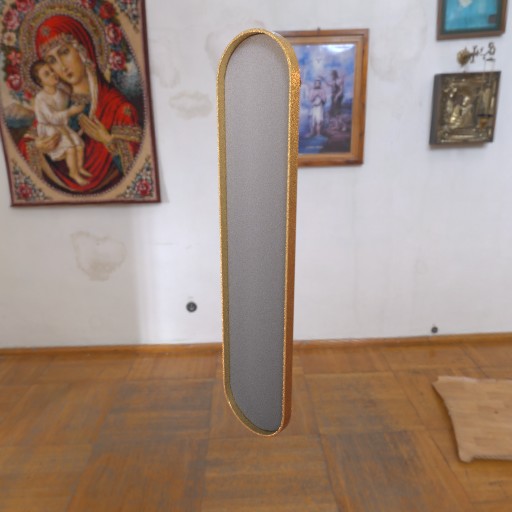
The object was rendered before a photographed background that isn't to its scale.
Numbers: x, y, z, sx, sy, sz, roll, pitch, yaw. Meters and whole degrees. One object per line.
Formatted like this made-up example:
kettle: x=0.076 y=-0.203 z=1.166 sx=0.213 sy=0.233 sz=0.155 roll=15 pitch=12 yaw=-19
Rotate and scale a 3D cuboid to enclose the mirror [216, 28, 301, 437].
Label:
mirror: x=0.000 y=0.000 z=1.072 sx=0.222 sy=0.991 sz=0.032 roll=15 pitch=22 yaw=41
